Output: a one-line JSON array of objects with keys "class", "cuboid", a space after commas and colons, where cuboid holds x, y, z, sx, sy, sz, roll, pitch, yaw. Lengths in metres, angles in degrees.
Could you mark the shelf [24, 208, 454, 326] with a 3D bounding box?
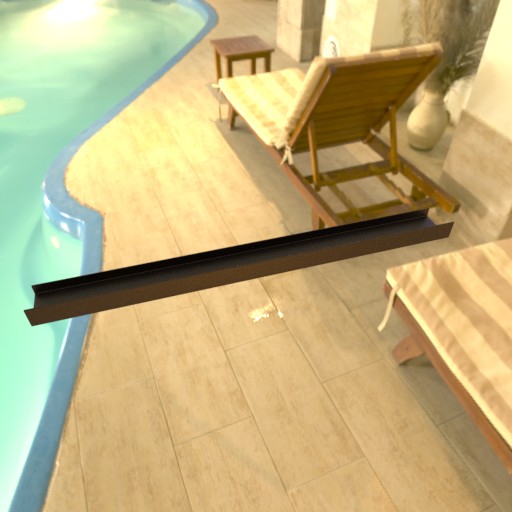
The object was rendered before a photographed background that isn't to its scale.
[{"class": "shelf", "cuboid": [0.000, 0.000, 0.965, 0.924, 0.049, 0.092, -11, 43, -12]}]
